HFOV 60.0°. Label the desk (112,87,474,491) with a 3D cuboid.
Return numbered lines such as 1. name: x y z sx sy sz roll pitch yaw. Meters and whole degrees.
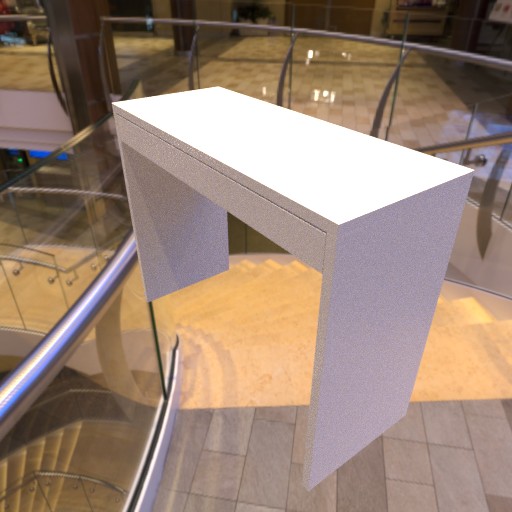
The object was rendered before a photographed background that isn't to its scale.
1. desk: 0.000 0.000 1.380 0.400 0.790 1.000 -22 38 -30
